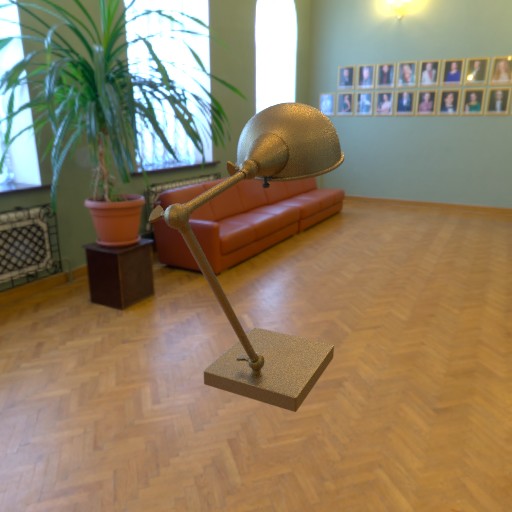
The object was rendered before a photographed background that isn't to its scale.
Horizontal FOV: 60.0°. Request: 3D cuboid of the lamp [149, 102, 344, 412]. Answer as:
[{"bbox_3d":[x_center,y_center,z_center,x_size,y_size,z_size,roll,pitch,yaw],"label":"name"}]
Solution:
[{"bbox_3d":[0.000,0.000,0.553,0.149,0.371,0.339,8,18,26],"label":"lamp"}]
